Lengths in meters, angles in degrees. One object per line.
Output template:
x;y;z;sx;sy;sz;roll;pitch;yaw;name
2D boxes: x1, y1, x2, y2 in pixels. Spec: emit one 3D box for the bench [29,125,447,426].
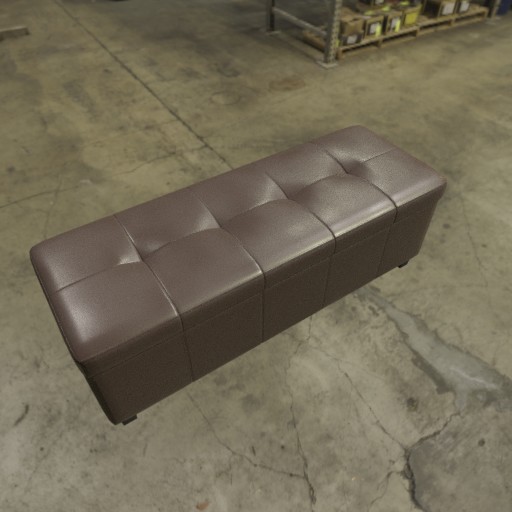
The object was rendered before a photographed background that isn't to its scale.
0.000;0.000;1.445;1.219;0.417;0.450;-25;51;-23;bench
